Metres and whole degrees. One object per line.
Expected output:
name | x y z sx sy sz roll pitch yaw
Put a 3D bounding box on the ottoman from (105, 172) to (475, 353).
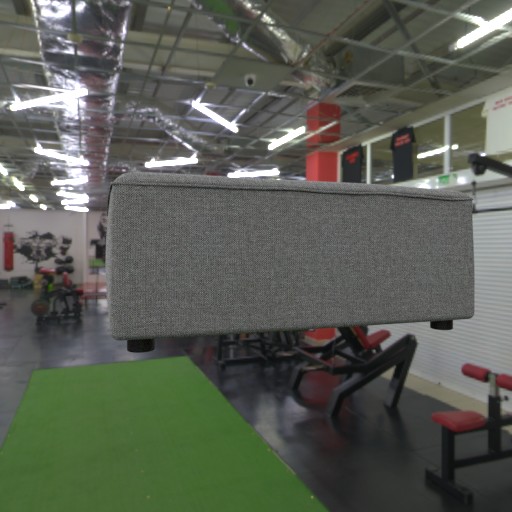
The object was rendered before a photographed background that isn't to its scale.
ottoman | 0.000 0.000 1.577 1.017 0.423 1.023 0 1 -18
